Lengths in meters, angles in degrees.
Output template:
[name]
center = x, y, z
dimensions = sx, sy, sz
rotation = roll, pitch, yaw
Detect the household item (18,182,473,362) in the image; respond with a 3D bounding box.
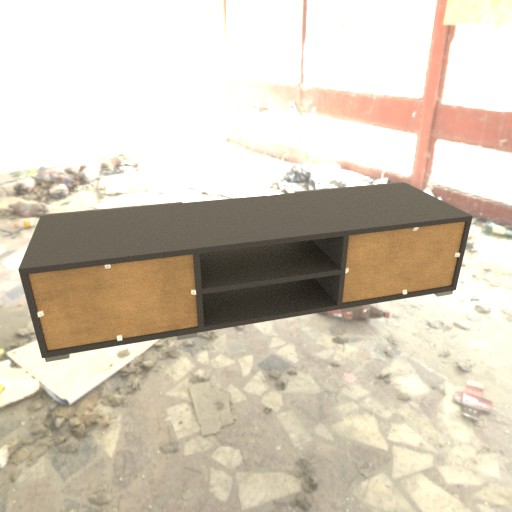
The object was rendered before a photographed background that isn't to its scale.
[household item]
center = 0.000, 0.000, 1.569
dimensions = 1.400, 0.310, 0.420
rotation = -7, 27, -14
